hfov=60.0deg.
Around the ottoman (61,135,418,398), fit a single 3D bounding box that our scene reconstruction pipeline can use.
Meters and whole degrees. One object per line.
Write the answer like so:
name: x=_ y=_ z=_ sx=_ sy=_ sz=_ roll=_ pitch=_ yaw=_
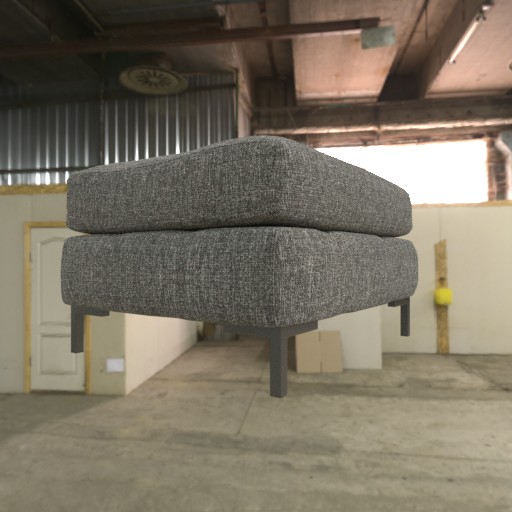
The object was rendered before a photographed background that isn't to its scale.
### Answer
ottoman: x=0.000 y=0.000 z=1.218 sx=0.683 sy=0.480 sz=0.828 roll=0 pitch=0 yaw=36
